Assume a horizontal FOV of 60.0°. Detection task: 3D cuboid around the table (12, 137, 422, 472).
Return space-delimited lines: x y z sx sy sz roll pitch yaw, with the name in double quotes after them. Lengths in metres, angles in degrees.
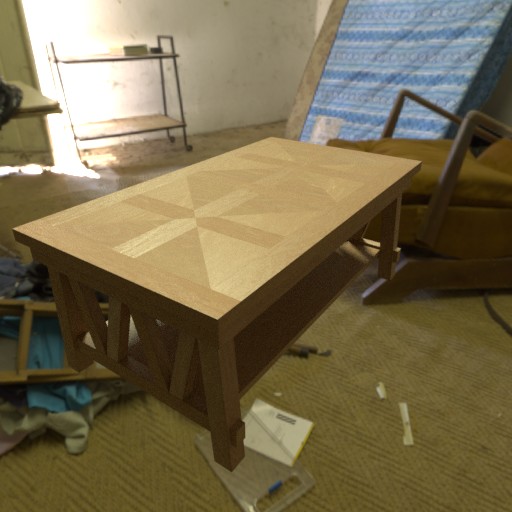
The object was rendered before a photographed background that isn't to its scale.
0.000 0.000 1.589 0.711 0.507 1.270 18 33 30 "table"
